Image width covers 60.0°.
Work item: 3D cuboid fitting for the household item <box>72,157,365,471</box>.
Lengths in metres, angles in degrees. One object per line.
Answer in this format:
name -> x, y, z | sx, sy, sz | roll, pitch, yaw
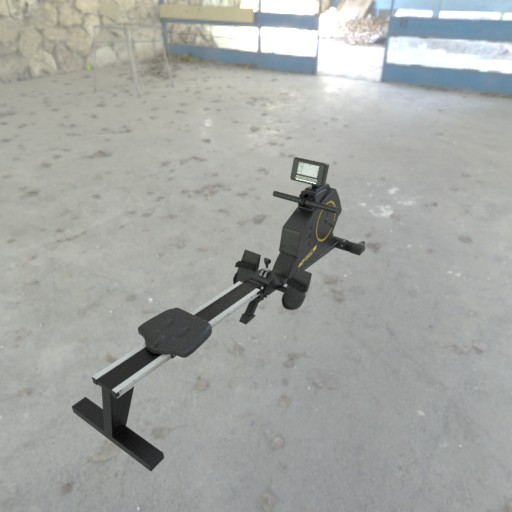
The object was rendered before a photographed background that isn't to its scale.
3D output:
household item -> 0.000, 0.000, 2.544 | 0.521, 0.810, 2.251 | 20, 36, 29
